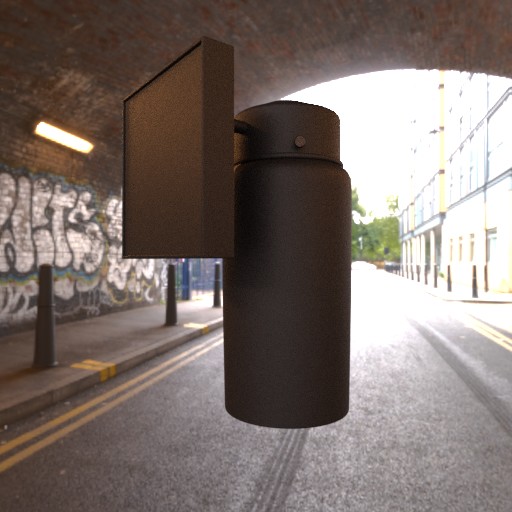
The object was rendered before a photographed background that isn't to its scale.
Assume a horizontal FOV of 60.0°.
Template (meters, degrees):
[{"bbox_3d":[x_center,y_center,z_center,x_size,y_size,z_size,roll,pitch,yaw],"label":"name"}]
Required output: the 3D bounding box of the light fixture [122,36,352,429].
[{"bbox_3d":[0.000,0.000,0.361,0.176,0.257,0.130,0,-1,-37],"label":"light fixture"}]
